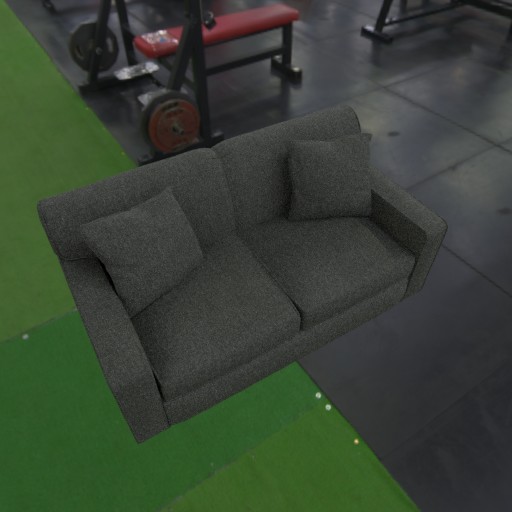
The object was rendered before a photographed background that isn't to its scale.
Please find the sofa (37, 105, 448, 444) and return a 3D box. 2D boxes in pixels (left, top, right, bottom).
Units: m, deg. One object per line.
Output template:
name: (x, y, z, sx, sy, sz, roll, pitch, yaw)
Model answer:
sofa: (0.000, 0.000, 2.395, 1.846, 0.958, 0.998, -23, 51, -21)
